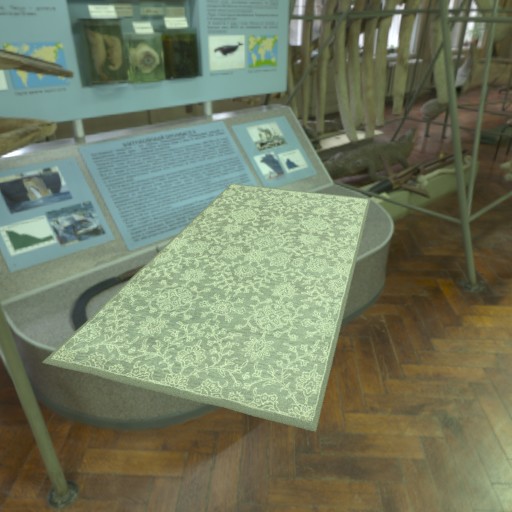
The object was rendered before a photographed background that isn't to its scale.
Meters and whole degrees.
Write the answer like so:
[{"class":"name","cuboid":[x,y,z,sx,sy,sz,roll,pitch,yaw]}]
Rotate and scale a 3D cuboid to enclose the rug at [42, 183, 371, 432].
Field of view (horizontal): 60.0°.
[{"class":"rug","cuboid":[0.000,0.000,3.543,1.546,0.011,3.048,9,30,15]}]
